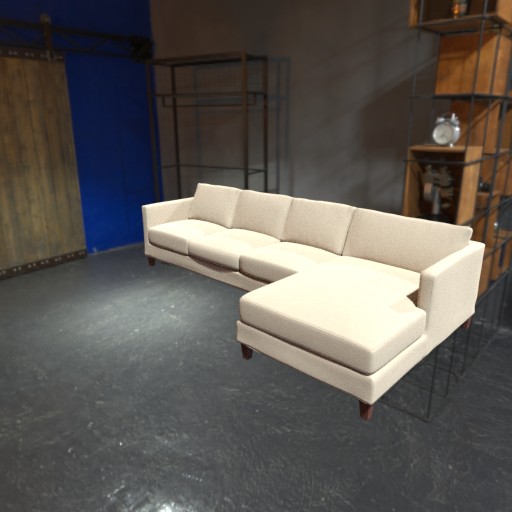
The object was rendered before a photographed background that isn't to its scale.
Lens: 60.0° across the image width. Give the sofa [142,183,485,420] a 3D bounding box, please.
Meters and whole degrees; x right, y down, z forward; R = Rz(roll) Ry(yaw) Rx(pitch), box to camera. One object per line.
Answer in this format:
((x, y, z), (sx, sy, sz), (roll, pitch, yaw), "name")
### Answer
((0.000, 0.000, 3.841), (3.186, 0.861, 1.625), (16, 23, 41), "sofa")
